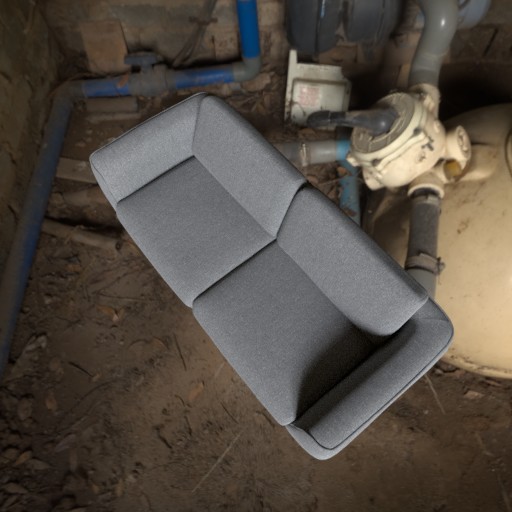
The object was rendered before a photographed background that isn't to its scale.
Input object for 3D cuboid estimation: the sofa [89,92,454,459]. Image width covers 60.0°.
[{"bbox_3d":[0.000,0.000,2.410,0.920,0.870,2.000,-36,69,-17],"label":"sofa"}]
